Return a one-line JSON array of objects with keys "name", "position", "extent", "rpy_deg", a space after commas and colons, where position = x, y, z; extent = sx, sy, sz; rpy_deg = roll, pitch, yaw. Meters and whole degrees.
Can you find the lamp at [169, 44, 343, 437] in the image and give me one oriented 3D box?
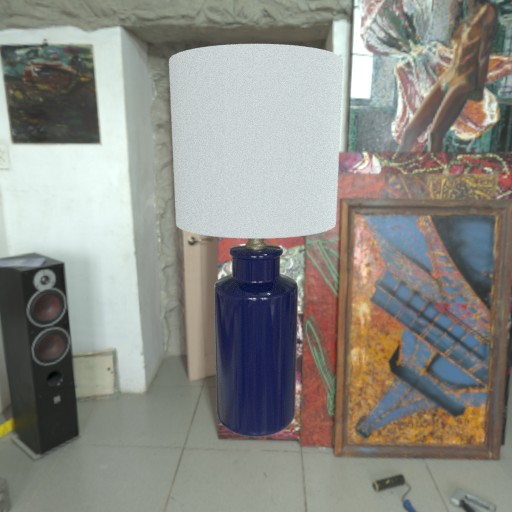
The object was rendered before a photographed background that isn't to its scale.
[{"name": "lamp", "position": [0.000, 0.000, 0.608], "extent": [0.212, 0.493, 0.212], "rpy_deg": [-7, 16, -26]}]
